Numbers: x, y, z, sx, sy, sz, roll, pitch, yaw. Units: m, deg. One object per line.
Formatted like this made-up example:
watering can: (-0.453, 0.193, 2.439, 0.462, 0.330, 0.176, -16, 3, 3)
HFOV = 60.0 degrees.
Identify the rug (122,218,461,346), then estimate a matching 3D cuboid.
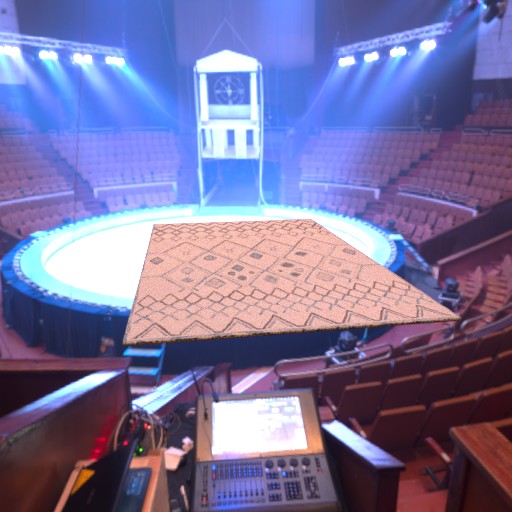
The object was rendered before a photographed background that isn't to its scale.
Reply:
rug: (0.000, 0.000, 3.086, 1.524, 0.015, 2.439, -3, 16, -9)
